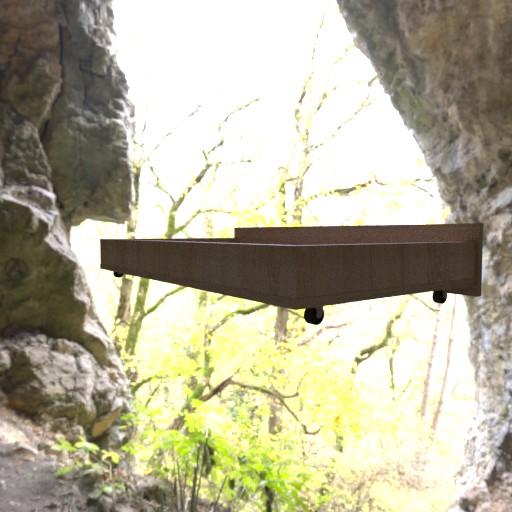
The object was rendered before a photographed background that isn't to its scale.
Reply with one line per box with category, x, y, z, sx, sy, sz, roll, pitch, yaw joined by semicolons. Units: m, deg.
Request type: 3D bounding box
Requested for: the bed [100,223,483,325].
bed;0.000;0.000;1.503;0.685;0.209;1.200;-2;4;-36
